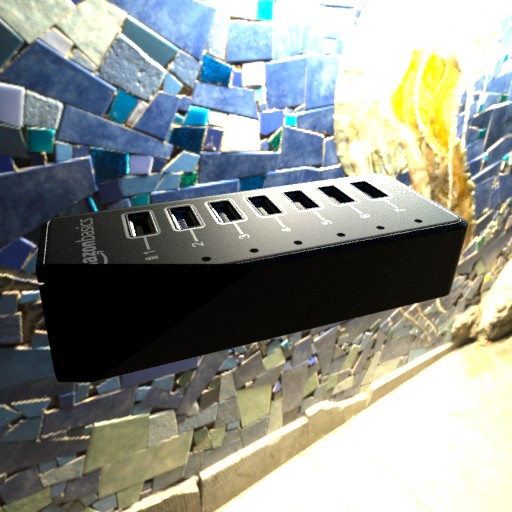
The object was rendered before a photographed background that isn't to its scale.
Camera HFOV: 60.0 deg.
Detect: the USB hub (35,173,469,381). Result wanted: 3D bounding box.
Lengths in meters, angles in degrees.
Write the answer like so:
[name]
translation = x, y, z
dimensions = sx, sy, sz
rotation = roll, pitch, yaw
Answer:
[USB hub]
translation = 0.000, 0.000, 0.126
dimensions = 0.110, 0.023, 0.044
rotation = -10, 32, -17
